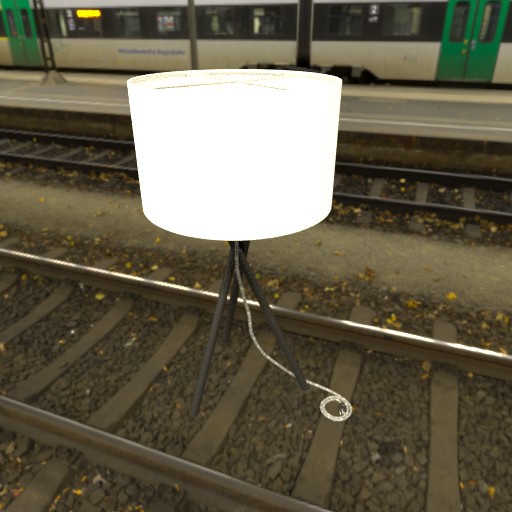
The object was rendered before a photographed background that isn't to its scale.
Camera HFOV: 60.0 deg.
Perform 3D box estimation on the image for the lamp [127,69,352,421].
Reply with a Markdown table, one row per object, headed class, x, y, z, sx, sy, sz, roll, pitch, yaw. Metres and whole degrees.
| class | x | y | z | sx | sy | sz | roll | pitch | yaw |
| --- | --- | --- | --- | --- | --- | --- | --- | --- | --- |
| lamp | 0.000 | 0.000 | 0.903 | 0.422 | 0.674 | 0.353 | 0 | 27 | 0 |
